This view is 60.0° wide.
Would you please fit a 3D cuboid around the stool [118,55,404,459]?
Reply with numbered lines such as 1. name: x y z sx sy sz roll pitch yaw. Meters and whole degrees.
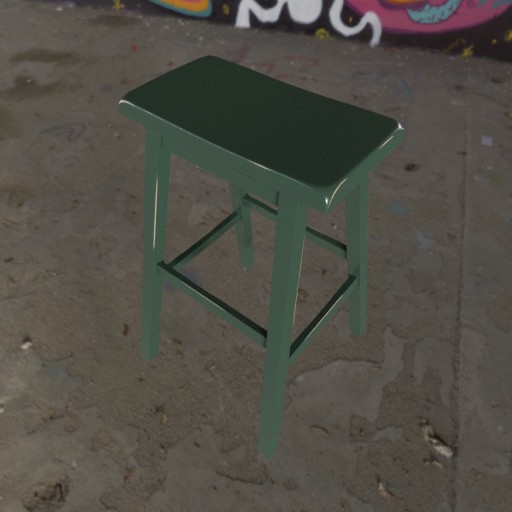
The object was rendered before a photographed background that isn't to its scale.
1. stool: 0.000 0.000 1.026 0.457 0.737 0.476 30 54 25
